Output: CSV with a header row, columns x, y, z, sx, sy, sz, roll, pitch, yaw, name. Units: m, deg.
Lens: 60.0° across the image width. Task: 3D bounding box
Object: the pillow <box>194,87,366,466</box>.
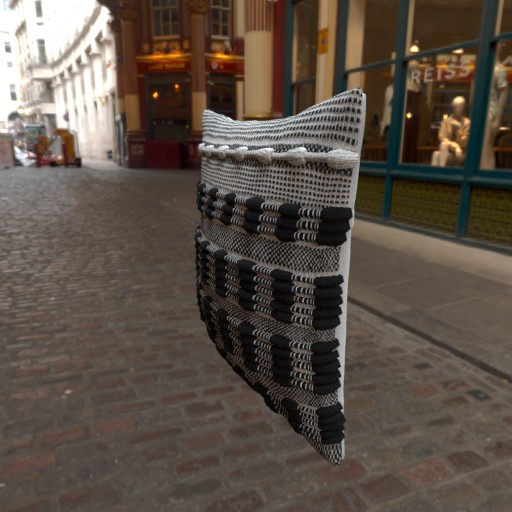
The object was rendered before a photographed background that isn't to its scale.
x,y,z,sx,sy,sz,roll,pitch,yaw,name
0.000,0.000,0.665,0.156,0.438,0.436,-7,17,-26,pillow
